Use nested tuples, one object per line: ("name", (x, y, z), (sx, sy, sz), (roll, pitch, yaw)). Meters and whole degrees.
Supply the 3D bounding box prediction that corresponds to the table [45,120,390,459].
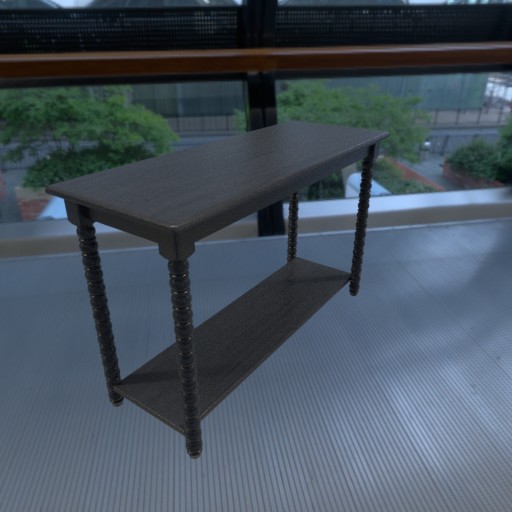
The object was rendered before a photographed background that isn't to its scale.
("table", (0.000, 0.000, 1.575), (0.459, 0.735, 1.184), (18, 31, 31))
